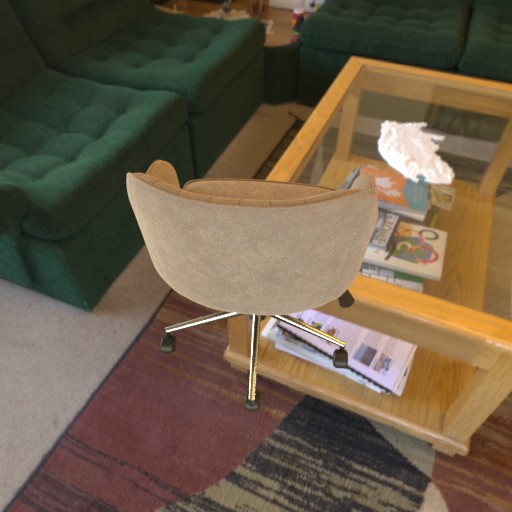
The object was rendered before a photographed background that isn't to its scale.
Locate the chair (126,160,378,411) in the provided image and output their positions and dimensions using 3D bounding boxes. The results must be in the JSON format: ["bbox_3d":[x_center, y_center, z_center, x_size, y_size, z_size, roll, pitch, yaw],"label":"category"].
[{"bbox_3d":[0.000,0.000,1.277,0.635,0.831,0.573,5,47,4],"label":"chair"}]
